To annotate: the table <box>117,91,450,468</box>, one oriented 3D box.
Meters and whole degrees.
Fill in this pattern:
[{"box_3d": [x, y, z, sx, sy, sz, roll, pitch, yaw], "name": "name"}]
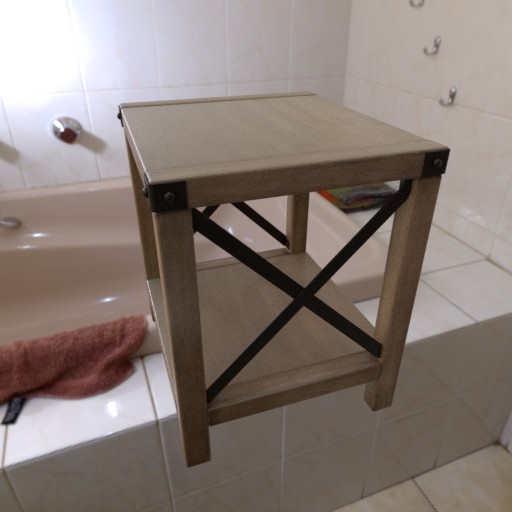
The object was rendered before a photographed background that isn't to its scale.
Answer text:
[{"box_3d": [0.000, 0.000, 0.937, 0.459, 0.561, 0.510, -10, 31, -16], "name": "table"}]
